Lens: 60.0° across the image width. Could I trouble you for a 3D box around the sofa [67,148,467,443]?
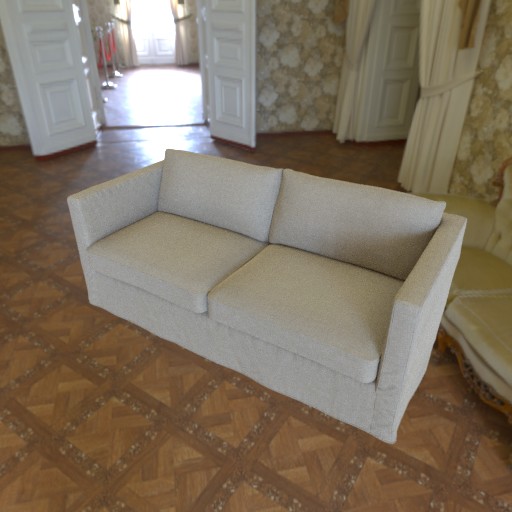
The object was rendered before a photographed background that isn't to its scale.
[{"bbox_3d":[0.000,0.000,2.491,1.987,0.847,0.956,17,34,28],"label":"sofa"}]
